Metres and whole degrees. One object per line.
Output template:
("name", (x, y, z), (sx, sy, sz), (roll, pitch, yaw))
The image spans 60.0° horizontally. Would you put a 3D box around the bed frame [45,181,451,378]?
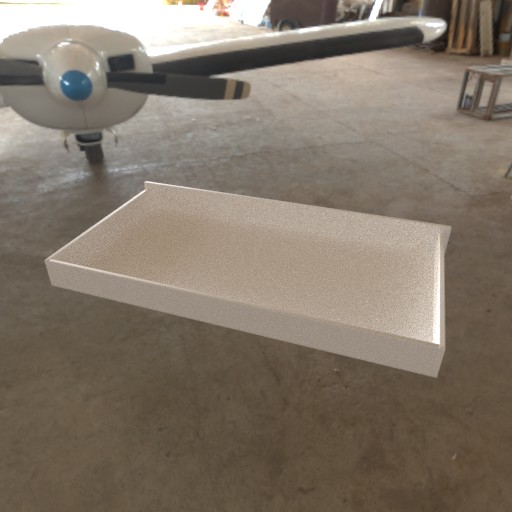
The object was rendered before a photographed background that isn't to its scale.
("bed frame", (0.000, 0.000, 1.596), (1.300, 0.141, 0.670), (11, 33, 17))
